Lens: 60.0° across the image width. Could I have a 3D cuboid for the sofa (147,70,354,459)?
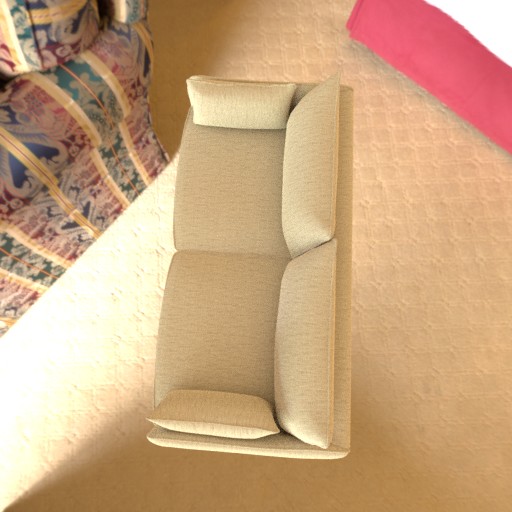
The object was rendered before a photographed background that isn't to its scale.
[{"bbox_3d":[0.000,0.000,2.443,0.991,0.860,1.989,4,76,1],"label":"sofa"}]
